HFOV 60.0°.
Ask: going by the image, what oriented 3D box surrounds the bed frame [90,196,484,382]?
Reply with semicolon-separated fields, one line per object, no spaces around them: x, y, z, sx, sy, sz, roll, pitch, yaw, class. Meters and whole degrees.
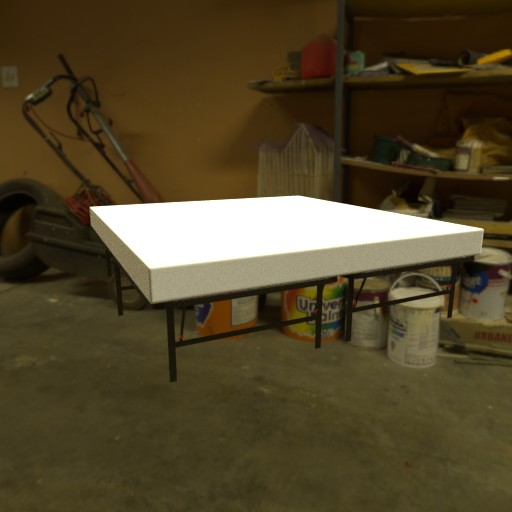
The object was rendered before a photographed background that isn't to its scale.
0.000;0.000;3.090;1.930;0.559;2.032;-7;15;-25;bed frame
